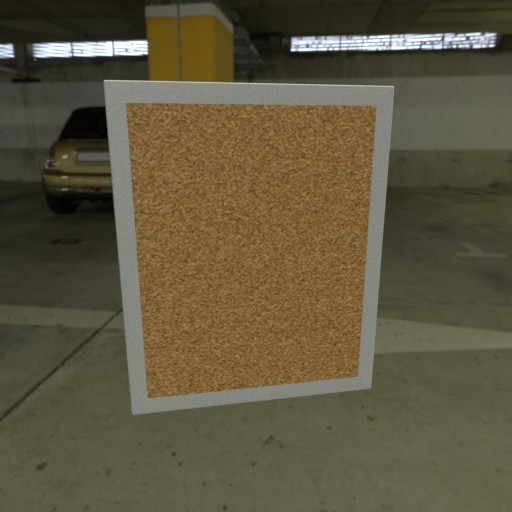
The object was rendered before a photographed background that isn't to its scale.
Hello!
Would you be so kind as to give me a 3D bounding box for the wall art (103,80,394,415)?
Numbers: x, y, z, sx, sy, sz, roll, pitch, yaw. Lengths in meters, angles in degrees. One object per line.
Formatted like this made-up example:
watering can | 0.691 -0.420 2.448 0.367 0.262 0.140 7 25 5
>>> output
wall art | 0.000 0.000 0.766 0.454 0.556 0.028 -3 16 -10
